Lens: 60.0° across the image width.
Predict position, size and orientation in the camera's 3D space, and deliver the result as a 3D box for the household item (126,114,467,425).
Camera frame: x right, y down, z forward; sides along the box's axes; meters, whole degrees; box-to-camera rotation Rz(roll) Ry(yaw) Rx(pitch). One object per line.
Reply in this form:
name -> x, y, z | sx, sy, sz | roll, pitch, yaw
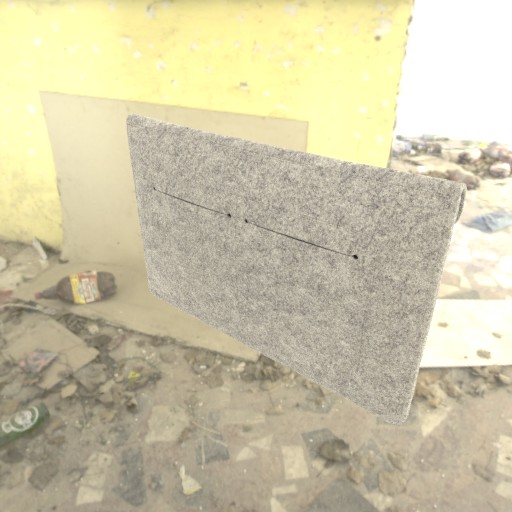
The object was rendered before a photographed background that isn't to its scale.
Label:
household item -> 0.000, 0.000, 0.423 | 0.335, 0.221, 0.057 | 21, 36, 33
